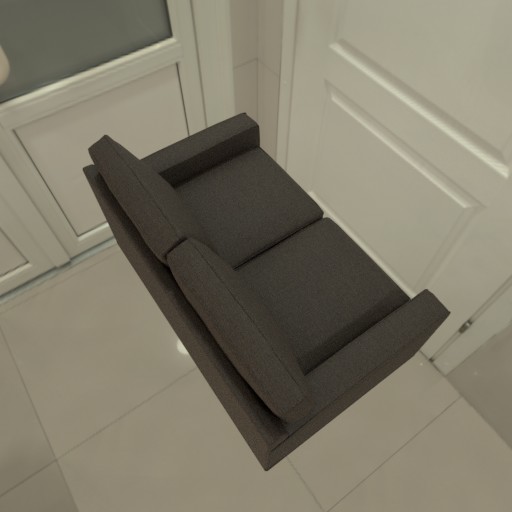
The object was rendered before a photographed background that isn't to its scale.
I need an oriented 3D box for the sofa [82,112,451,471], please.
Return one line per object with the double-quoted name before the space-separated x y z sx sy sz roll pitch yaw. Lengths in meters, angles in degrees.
"sofa" 0.000 0.000 2.149 0.974 0.887 1.534 -31 63 -18
